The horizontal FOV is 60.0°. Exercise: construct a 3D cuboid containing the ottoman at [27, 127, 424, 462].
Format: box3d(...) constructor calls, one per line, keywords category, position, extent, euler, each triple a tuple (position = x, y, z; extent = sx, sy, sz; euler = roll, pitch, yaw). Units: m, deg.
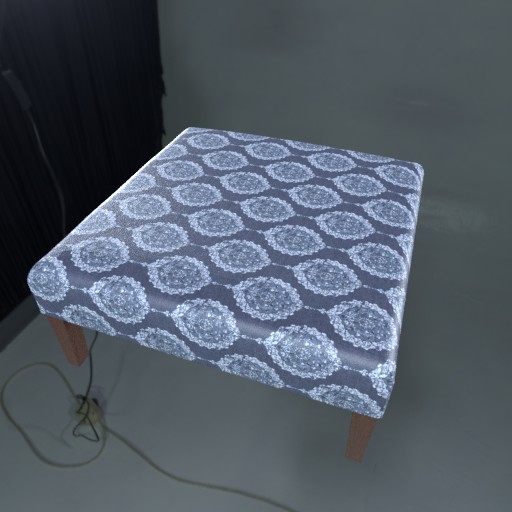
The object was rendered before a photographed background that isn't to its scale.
box3d(category="ottoman", position=(0.000, 0.000, 1.383), extent=(0.890, 0.409, 0.889), euler=(13, 42, 15))
